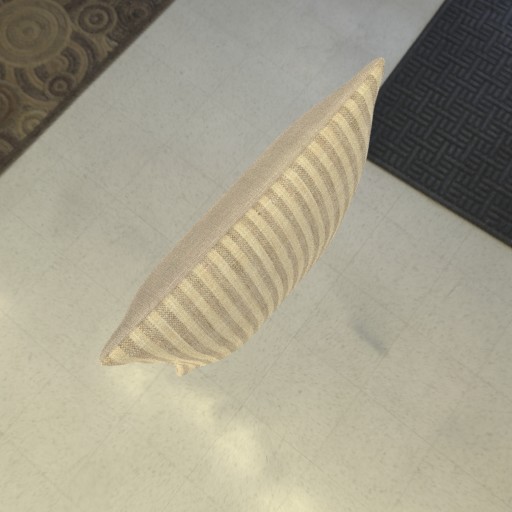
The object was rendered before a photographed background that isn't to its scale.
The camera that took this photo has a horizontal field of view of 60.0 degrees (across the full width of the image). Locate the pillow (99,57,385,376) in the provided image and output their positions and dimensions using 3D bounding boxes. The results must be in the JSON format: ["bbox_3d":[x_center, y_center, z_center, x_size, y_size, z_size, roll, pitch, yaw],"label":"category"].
[{"bbox_3d":[0.000,0.000,0.773,0.166,0.510,0.523,40,79,10],"label":"pillow"}]
